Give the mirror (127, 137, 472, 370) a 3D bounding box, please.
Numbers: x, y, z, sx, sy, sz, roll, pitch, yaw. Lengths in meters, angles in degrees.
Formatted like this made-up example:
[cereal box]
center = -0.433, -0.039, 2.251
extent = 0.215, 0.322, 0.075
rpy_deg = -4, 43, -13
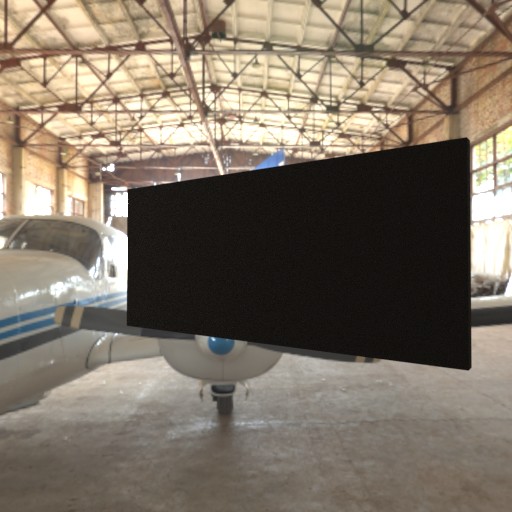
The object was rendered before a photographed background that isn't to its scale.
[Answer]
[mirror]
center = 0.000, 0.000, 1.795
extent = 1.584, 0.692, 0.047
rpy_deg = -1, -1, 36
